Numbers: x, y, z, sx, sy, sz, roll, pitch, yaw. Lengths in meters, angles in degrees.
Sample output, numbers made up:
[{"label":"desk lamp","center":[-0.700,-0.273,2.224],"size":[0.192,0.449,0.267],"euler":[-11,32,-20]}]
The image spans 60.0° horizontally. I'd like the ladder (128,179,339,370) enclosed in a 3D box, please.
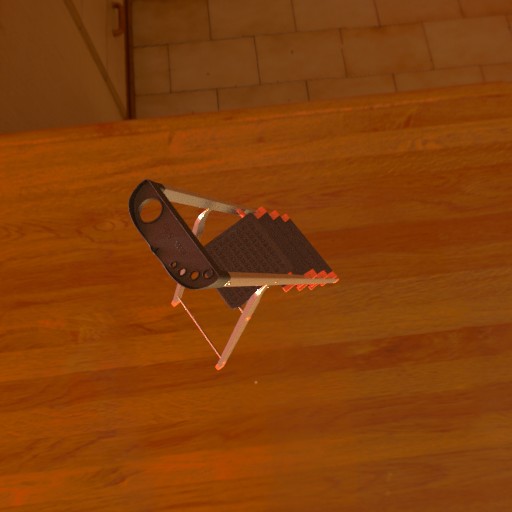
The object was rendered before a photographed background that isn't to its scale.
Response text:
[{"label":"ladder","center":[0.000,0.000,1.781],"size":[0.834,1.429,0.452],"euler":[-35,77,-9]}]
